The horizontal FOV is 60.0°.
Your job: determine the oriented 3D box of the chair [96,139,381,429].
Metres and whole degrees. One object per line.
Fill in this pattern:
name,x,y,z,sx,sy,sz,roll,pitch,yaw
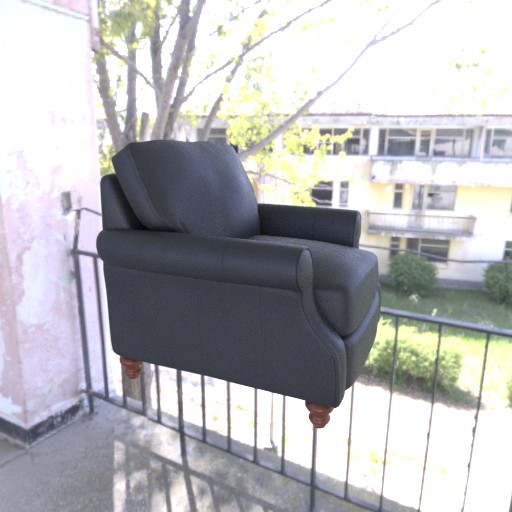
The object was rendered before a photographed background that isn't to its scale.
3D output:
chair,0.000,0.000,1.893,1.027,0.960,1.015,8,16,28
